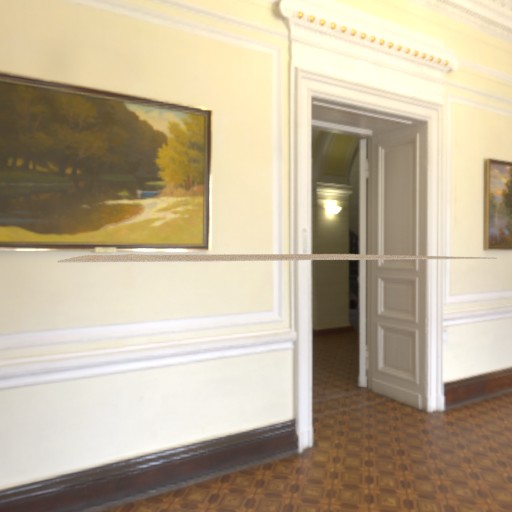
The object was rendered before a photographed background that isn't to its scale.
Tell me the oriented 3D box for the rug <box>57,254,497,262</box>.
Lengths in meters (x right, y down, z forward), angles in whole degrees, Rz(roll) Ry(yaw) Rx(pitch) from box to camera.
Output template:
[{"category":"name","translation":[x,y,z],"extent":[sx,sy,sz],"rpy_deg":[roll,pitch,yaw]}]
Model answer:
[{"category":"rug","translation":[0.000,0.000,4.036],"extent":[3.051,0.021,2.448],"rpy_deg":[0,1,-18]}]
